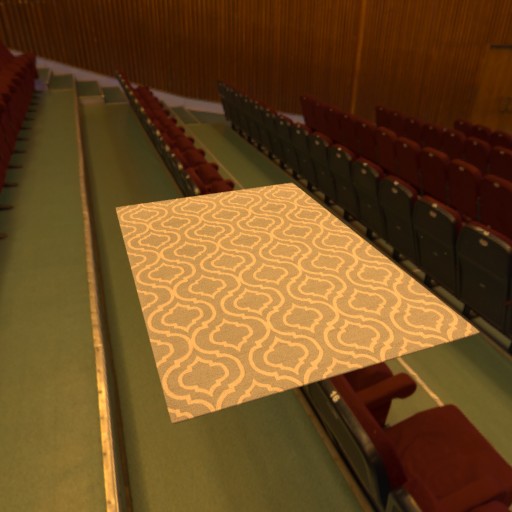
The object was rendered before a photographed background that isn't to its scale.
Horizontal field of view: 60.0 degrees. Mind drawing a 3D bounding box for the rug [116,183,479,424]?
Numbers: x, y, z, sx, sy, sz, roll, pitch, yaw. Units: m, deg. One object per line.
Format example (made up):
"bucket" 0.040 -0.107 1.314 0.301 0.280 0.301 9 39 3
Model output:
"rug" 0.000 0.000 2.686 1.451 0.010 2.080 -11 32 -18
